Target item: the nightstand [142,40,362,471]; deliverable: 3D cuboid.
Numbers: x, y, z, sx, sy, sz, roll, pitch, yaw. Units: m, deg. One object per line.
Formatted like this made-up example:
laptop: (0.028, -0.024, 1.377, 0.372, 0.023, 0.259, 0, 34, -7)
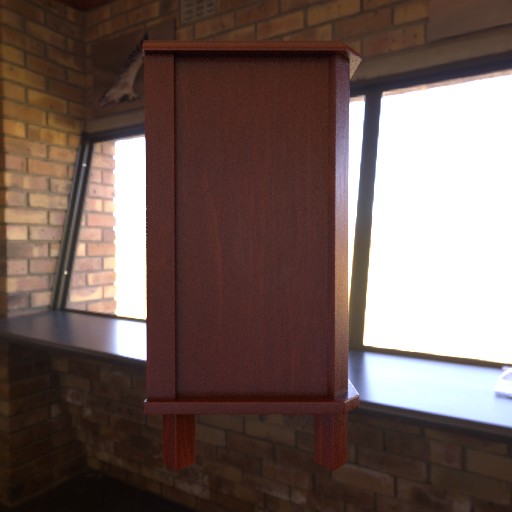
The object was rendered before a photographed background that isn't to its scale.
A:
nightstand: (0.000, 0.000, 0.903, 0.351, 0.681, 0.435, 0, 2, 0)
